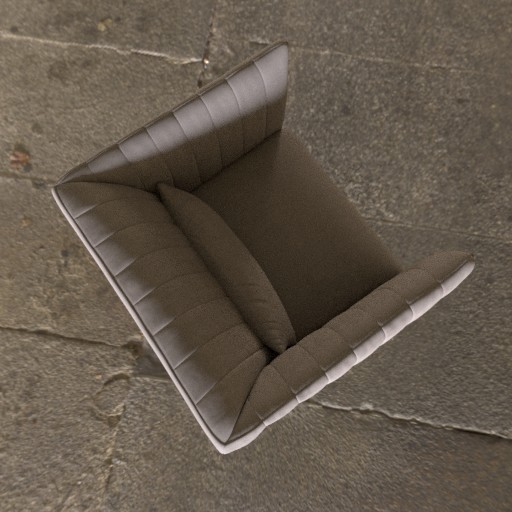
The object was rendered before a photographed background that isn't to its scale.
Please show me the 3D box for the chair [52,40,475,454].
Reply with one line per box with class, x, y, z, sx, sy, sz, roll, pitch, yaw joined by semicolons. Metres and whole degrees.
chair;0.000;0.000;1.605;0.873;0.779;0.981;-35;78;-9
